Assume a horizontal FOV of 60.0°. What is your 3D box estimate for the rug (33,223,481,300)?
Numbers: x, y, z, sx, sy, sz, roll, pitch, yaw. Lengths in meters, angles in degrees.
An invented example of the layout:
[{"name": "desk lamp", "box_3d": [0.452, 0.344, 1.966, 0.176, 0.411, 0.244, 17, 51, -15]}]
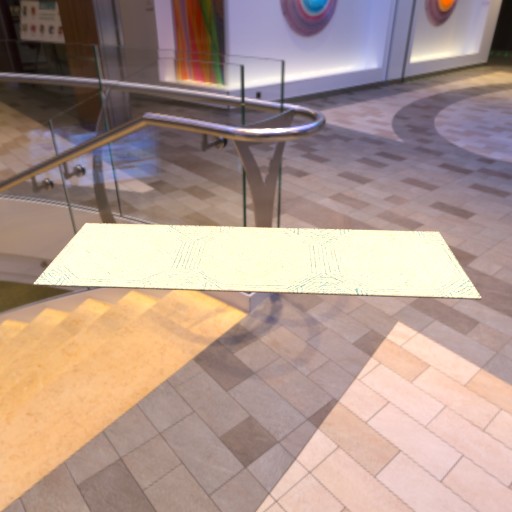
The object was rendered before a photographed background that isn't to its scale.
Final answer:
[{"name": "rug", "box_3d": [0.000, 0.000, 2.746, 2.452, 0.012, 0.775, 2, 31, 3]}]
